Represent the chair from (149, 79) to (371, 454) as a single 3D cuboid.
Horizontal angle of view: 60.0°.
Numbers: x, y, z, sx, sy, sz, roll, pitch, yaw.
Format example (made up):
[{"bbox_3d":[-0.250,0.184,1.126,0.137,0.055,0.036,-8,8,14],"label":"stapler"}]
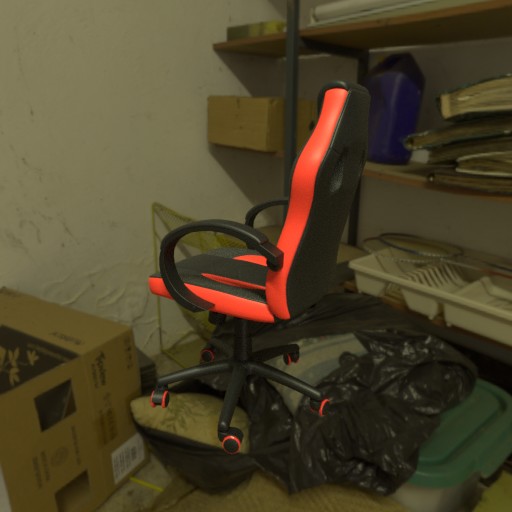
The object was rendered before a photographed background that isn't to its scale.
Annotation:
[{"bbox_3d":[0.000,0.000,1.412,0.642,1.016,0.600,8,17,26],"label":"chair"}]
